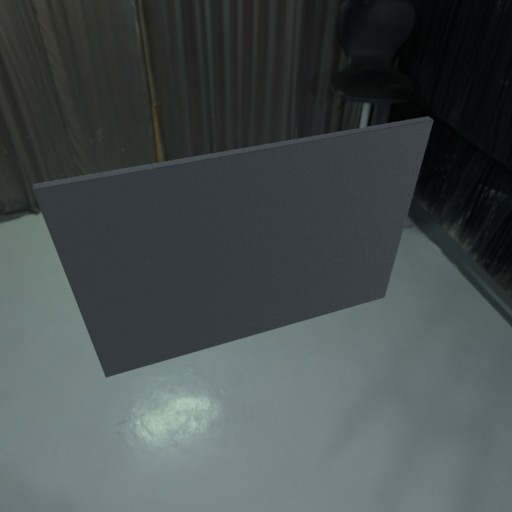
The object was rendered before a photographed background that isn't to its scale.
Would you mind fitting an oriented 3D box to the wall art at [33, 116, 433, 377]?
[{"bbox_3d":[0.000,0.000,1.240,0.964,0.659,0.049,-12,43,-14],"label":"wall art"}]
